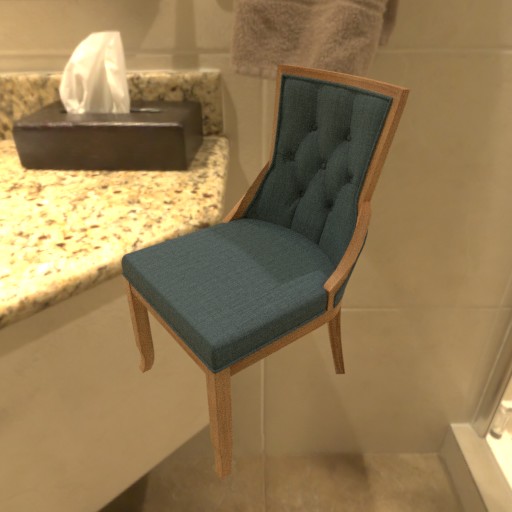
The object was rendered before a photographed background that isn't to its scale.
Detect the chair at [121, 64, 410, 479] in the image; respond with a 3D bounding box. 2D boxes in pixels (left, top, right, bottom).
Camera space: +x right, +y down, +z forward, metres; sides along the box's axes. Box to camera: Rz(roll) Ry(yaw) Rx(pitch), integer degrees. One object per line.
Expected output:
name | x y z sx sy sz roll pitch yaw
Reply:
chair | 0.000 0.000 1.305 0.641 0.947 0.524 -22 38 -31
